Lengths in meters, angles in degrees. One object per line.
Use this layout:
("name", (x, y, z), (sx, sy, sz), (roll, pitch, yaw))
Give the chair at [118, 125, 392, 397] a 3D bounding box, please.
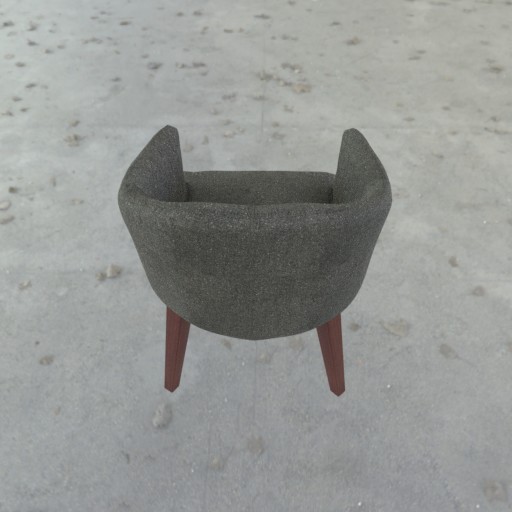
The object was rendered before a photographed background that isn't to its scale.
("chair", (0.000, 0.000, 1.211), (0.583, 0.811, 0.655), (1, 46, 1))
